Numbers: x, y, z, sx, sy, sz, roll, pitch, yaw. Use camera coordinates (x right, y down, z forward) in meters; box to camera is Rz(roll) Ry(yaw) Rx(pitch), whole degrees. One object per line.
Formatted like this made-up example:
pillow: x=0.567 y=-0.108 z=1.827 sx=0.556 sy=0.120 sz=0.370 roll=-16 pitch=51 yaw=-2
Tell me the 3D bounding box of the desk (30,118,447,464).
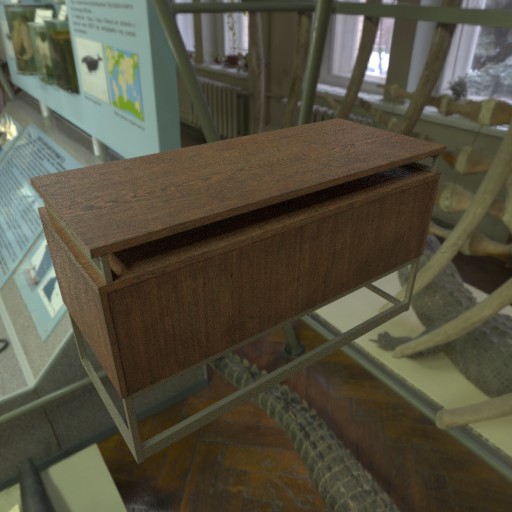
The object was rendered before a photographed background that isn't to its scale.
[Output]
desk: x=0.000 y=0.000 z=1.771 sx=1.384 sy=0.792 sz=0.610 roll=-20 pitch=36 yaw=-31
